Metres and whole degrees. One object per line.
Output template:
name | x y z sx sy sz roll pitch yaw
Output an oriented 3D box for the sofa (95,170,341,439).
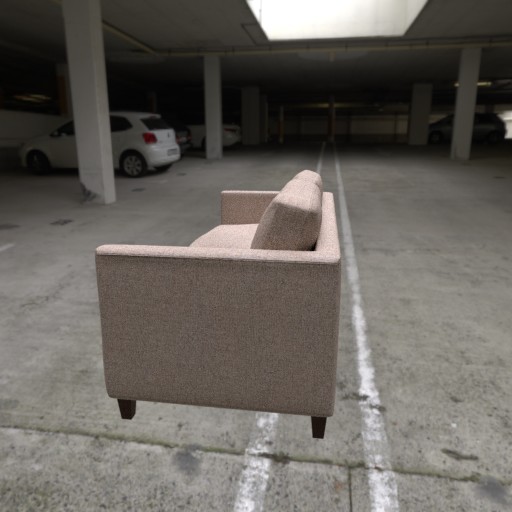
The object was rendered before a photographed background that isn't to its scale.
sofa | 0.000 0.000 2.704 0.951 0.965 2.208 2 14 9
